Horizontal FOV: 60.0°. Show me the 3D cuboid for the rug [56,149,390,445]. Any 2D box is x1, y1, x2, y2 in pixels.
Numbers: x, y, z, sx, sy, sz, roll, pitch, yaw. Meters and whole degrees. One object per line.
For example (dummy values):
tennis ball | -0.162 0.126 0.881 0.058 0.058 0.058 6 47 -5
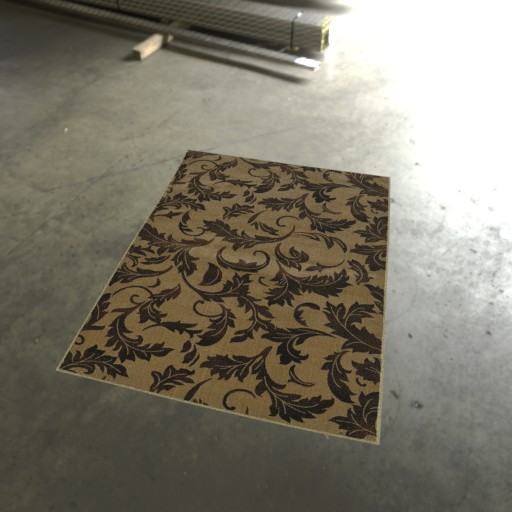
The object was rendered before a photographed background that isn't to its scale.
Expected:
rug | 0.000 0.000 4.082 2.380 0.008 2.977 10 48 9
